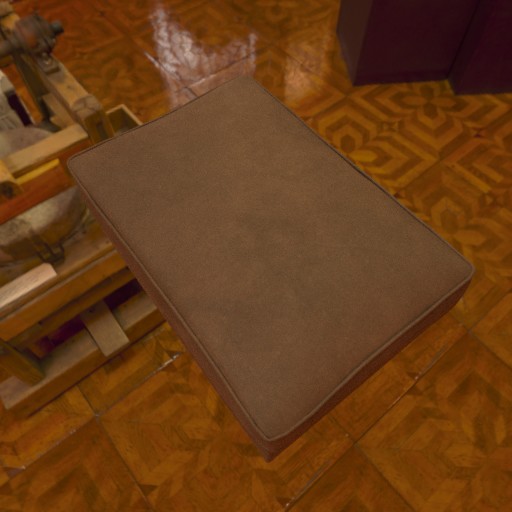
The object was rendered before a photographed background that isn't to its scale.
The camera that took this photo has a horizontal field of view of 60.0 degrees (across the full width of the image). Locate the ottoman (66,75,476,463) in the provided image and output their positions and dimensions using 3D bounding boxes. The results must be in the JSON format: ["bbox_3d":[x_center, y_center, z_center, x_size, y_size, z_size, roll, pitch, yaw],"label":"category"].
[{"bbox_3d":[0.000,0.000,1.192,0.596,0.481,0.860,-33,64,-19],"label":"ottoman"}]
